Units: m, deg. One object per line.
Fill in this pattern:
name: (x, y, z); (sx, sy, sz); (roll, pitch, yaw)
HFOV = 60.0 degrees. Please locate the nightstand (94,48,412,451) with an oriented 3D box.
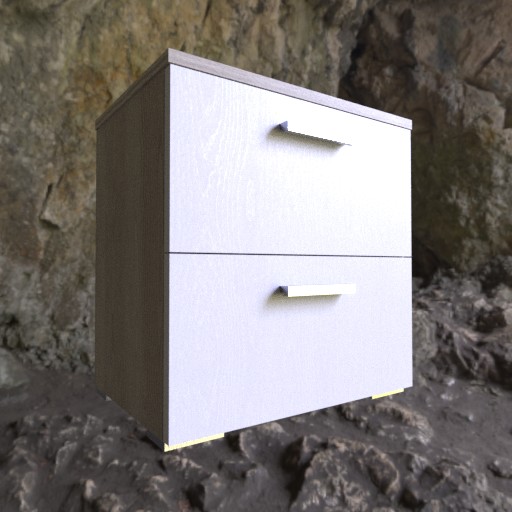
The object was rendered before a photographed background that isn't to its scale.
nightstand: (0.000, 0.000, 0.742); (0.442, 0.461, 0.325); (1, -2, -35)
